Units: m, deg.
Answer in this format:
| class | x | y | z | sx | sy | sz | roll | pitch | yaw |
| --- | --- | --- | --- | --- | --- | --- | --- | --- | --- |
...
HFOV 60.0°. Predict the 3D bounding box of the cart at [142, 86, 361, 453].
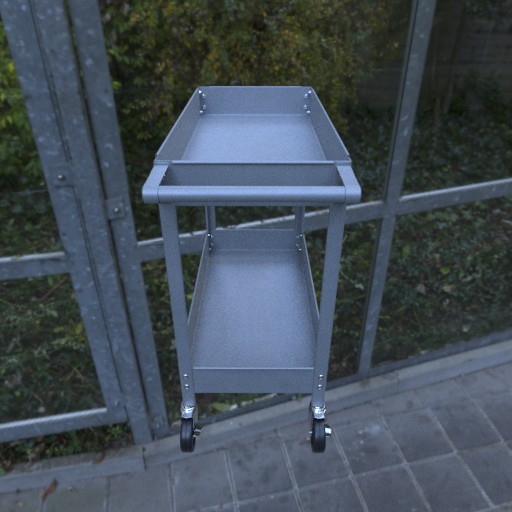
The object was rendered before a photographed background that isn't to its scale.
| class | x | y | z | sx | sy | sz | roll | pitch | yaw |
| --- | --- | --- | --- | --- | --- | --- | --- | --- | --- |
| cart | 0.000 | 0.000 | 1.176 | 0.366 | 0.719 | 0.779 | 0 | 31 | 0 |
